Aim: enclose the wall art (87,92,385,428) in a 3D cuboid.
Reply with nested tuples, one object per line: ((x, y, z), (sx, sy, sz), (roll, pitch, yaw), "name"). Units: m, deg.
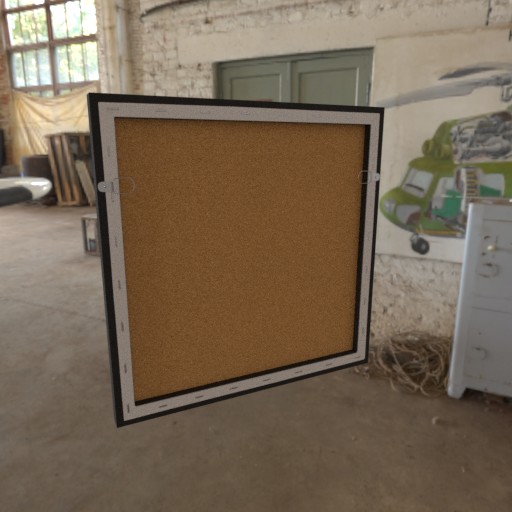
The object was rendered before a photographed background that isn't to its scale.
((0.000, 0.000, 1.148), (0.758, 0.758, 0.044), (-7, 15, -25), "wall art")
